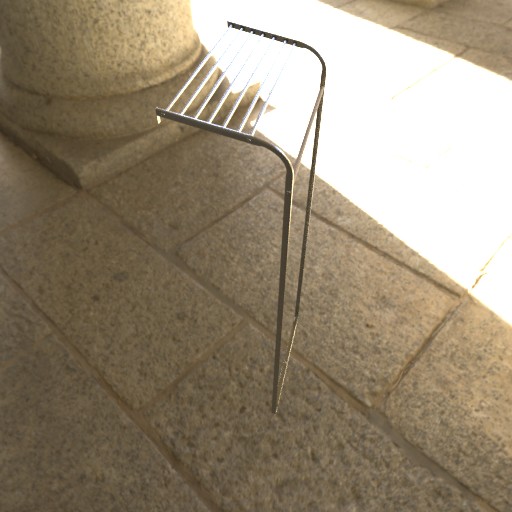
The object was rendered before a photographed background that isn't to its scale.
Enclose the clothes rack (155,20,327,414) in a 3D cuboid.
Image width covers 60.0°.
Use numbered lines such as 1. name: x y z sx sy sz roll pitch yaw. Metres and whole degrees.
1. clothes rack: 0.000 0.000 1.815 0.349 1.574 0.609 11 48 10
